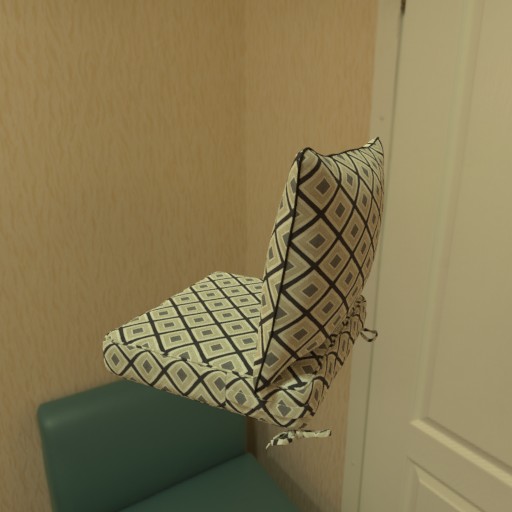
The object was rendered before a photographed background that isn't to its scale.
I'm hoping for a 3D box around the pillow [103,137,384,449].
[{"bbox_3d":[0.000,0.000,1.402,0.733,0.722,0.798,8,19,24],"label":"pillow"}]
